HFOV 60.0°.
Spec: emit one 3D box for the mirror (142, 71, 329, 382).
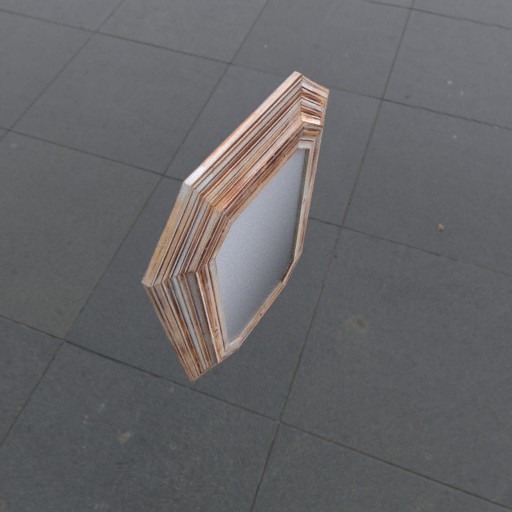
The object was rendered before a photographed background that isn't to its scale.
[{"bbox_3d":[0.000,0.000,1.329,0.061,1.015,0.709,31,64,17],"label":"mirror"}]
